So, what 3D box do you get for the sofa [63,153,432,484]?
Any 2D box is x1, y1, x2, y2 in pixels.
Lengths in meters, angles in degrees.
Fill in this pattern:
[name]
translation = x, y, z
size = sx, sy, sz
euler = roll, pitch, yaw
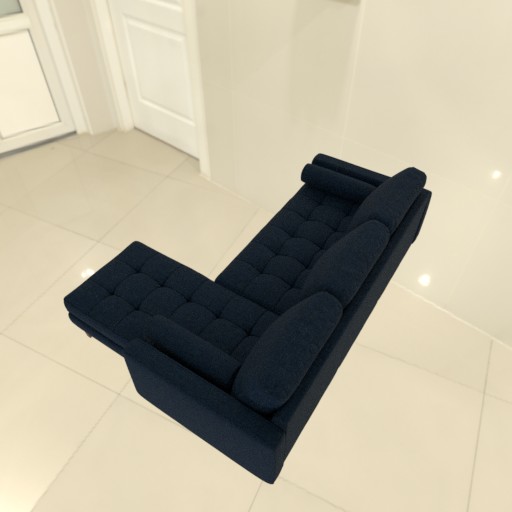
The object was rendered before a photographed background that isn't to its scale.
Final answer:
[sofa]
translation = 0.000, 0.000, 2.948
size = 1.613, 0.841, 2.185
euler = 25, 51, 22
